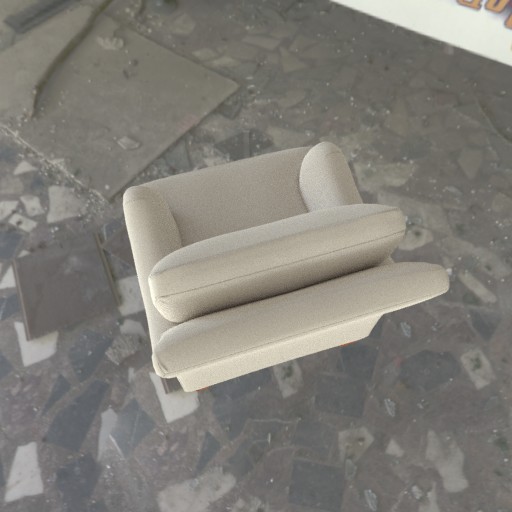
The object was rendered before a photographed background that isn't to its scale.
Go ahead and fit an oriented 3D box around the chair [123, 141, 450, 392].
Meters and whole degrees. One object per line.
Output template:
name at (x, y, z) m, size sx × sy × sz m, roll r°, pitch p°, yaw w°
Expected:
chair at (0.000, 0.000, 1.870) m, size 0.955 × 1.038 × 1.070 m, roll -15°, pitch 60°, yaw -9°
